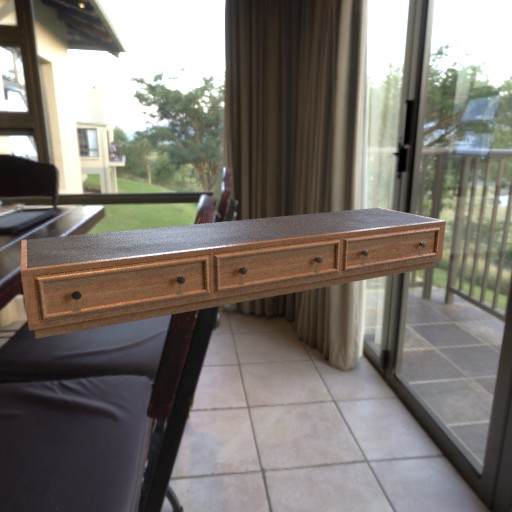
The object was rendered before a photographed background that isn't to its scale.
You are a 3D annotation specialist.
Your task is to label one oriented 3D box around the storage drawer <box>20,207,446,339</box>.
[{"bbox_3d":[0.000,0.000,2.187,2.032,0.264,0.538,-8,17,-26],"label":"storage drawer"}]
